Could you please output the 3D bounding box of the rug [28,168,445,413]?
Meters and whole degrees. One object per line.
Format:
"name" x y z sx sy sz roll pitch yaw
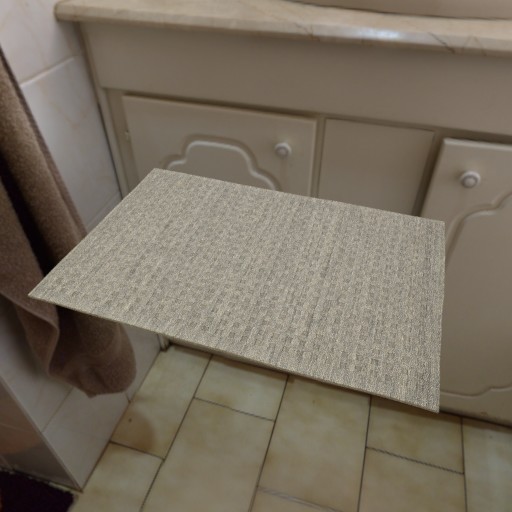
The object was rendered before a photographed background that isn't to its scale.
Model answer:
"rug" 0.000 0.000 2.846 2.297 0.018 1.532 13 43 14
